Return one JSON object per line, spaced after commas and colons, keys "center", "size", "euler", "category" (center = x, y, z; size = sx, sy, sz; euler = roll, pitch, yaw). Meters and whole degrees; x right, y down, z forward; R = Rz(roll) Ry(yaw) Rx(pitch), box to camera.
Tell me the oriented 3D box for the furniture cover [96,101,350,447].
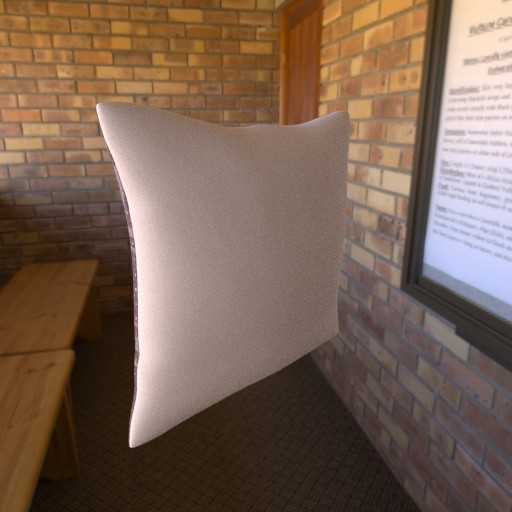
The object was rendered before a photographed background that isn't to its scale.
{"center": [0.000, 0.000, 0.799], "size": [0.193, 0.509, 0.552], "euler": [16, 22, 42], "category": "furniture cover"}
